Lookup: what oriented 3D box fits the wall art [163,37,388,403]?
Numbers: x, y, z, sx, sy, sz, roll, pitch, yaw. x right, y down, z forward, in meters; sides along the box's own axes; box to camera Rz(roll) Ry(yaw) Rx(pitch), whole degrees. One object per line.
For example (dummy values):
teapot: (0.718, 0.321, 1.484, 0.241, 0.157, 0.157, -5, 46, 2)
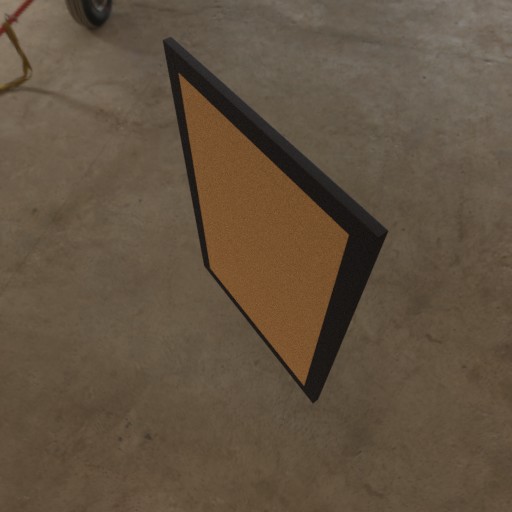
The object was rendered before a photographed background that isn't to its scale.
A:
wall art: (0.000, 0.000, 0.698, 0.013, 0.534, 0.380, -31, 62, -19)
